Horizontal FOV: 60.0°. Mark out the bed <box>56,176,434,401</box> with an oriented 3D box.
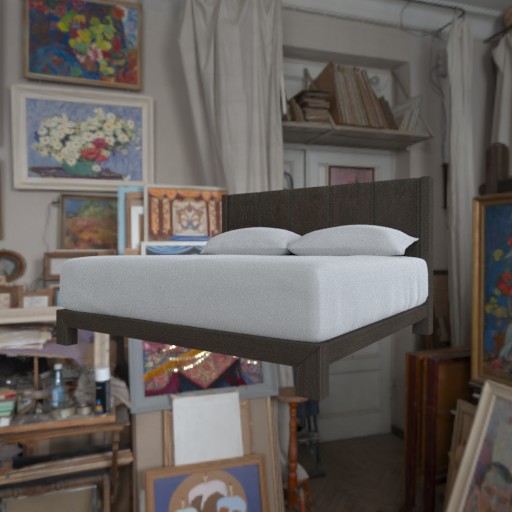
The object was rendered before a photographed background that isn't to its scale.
[{"bbox_3d":[0.000,0.000,3.419,2.134,1.270,2.012,1,1,35],"label":"bed"}]
